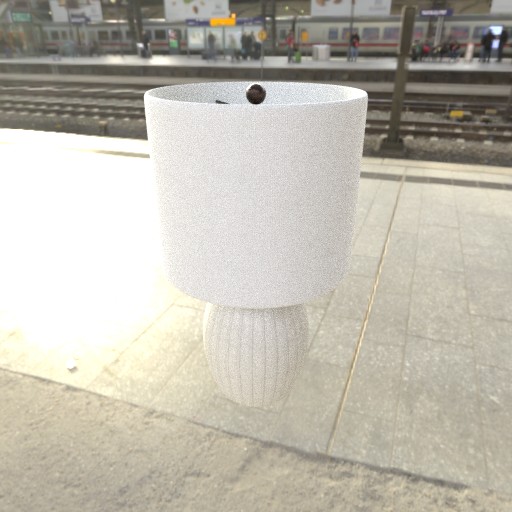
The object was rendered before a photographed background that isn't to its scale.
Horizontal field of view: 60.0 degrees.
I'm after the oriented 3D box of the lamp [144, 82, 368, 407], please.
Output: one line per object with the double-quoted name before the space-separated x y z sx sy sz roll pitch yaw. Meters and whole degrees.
"lamp" 0.000 0.000 0.782 0.328 0.570 0.328 0 26 0
